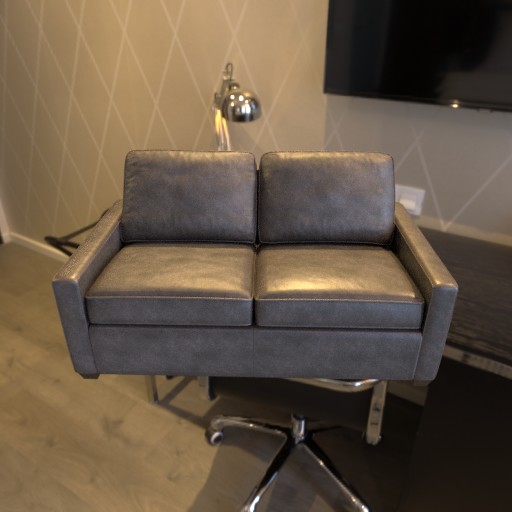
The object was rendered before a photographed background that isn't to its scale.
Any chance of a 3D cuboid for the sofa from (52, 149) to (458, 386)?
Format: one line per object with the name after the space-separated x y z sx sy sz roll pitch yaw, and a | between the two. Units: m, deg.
0.000 0.000 2.302 1.732 0.916 0.939 1 29 1 | sofa
